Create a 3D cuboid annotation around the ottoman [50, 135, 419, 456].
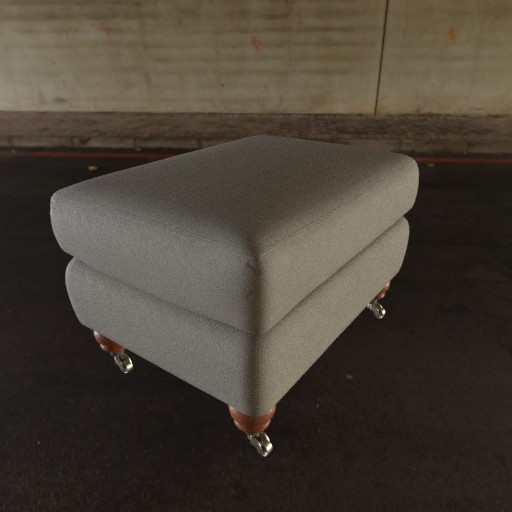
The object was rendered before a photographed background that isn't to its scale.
[{"bbox_3d":[0.000,0.000,1.140,0.569,0.504,0.773,17,31,32],"label":"ottoman"}]
